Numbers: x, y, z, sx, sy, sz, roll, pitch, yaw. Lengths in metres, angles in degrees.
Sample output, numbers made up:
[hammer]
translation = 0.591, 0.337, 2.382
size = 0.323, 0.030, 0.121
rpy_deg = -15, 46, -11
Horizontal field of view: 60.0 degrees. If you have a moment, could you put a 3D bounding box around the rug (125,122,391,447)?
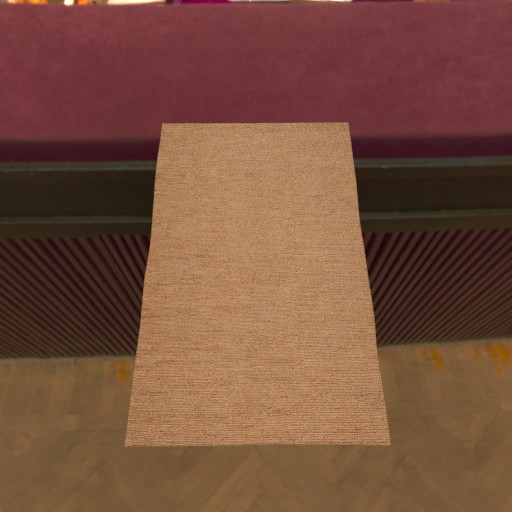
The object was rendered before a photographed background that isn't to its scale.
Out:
[rug]
translation = 0.000, 0.000, 3.084
size = 1.533, 0.011, 2.439
rpy_deg = 0, 63, 0
